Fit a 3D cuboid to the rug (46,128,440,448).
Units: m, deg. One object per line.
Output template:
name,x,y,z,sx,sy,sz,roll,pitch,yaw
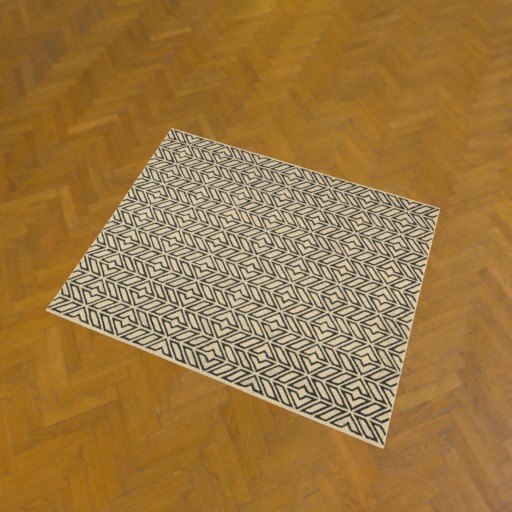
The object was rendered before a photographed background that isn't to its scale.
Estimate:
rug,0.000,0.000,4.204,3.045,0.008,2.421,19,62,11
